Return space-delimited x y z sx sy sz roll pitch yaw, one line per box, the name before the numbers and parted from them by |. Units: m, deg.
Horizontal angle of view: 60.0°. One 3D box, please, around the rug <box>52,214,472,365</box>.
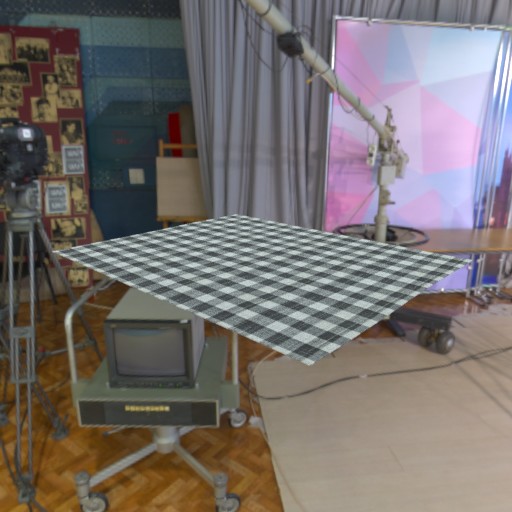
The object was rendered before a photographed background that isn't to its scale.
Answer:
rug | 0.000 0.000 4.065 3.021 0.013 2.432 15 22 41
